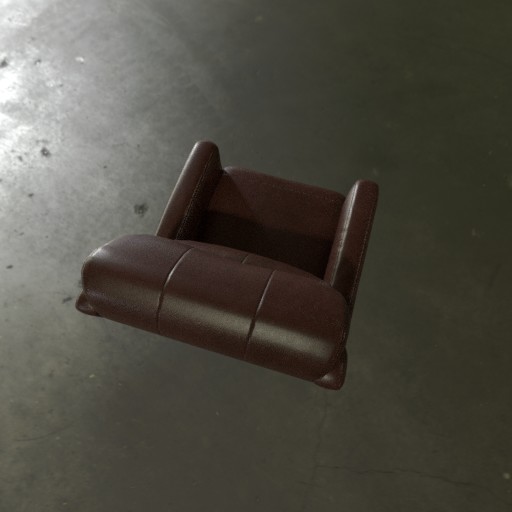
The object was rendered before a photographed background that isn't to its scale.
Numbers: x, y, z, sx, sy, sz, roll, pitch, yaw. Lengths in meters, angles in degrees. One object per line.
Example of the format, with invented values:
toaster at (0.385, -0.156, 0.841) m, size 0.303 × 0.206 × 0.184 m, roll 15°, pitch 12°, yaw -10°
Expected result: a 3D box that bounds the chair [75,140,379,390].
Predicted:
chair at (0.000, 0.000, 1.661) m, size 0.787 × 1.016 × 0.939 m, roll 15°, pitch 65°, yaw 7°
